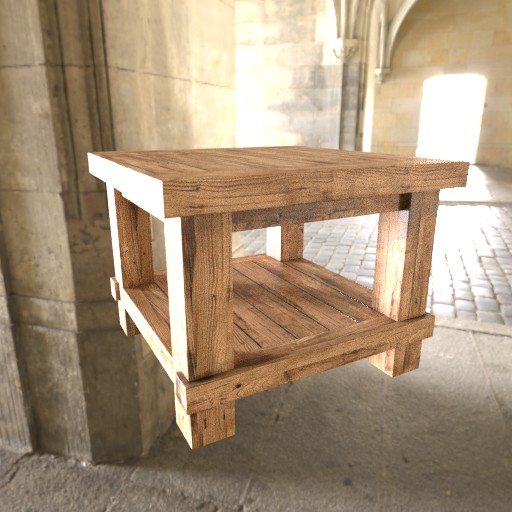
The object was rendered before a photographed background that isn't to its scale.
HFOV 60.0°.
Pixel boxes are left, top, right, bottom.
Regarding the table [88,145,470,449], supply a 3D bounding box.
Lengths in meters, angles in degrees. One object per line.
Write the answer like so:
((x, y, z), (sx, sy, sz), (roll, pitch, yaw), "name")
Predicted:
((0.000, 0.000, 1.037), (0.610, 0.457, 0.610), (-9, 19, -27), "table")
